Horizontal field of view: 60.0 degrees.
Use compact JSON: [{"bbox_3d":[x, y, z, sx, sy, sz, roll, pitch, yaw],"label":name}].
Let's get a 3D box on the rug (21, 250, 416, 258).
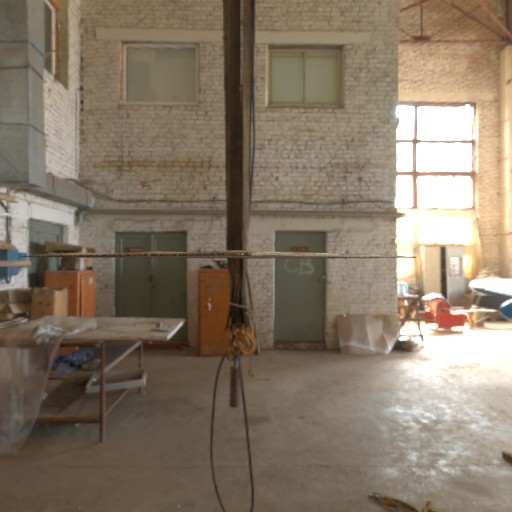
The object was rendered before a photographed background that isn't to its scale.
[{"bbox_3d":[0.000,0.000,3.024,1.529,0.027,2.434,0,-1,35],"label":"rug"}]
